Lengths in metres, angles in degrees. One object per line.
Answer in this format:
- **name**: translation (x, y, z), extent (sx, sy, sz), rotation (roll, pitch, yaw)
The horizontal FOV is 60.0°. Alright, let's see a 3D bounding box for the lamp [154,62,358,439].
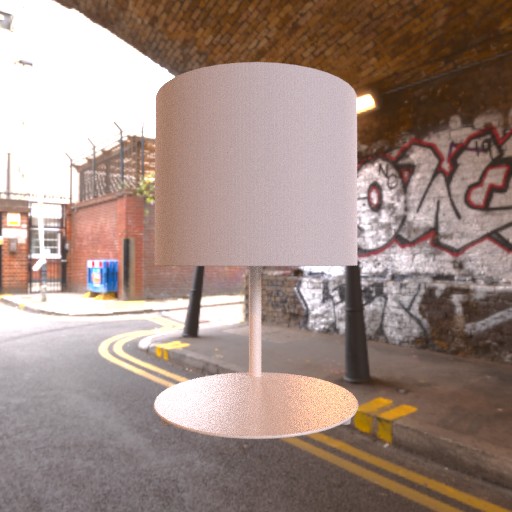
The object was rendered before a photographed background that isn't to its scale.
- **lamp**: translation (0.000, 0.000, 0.687), extent (0.299, 0.454, 0.341), rotation (0, -1, -1)
